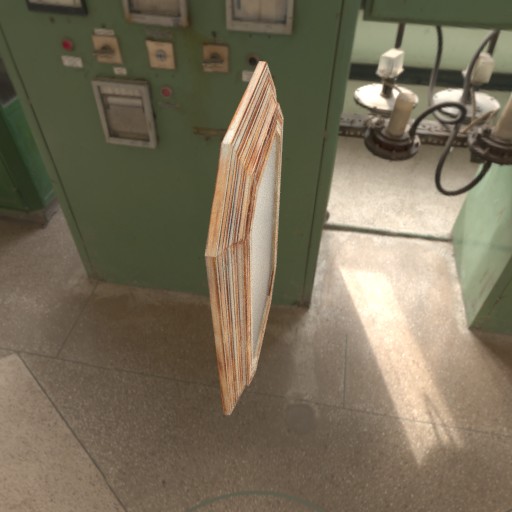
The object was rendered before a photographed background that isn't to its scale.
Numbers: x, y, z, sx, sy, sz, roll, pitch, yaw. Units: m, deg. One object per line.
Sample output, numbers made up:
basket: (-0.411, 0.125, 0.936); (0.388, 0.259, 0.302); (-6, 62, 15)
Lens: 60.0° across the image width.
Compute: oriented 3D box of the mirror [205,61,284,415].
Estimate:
mirror: (0.000, 0.000, 1.350); (0.061, 1.015, 0.709); (8, 47, 8)
